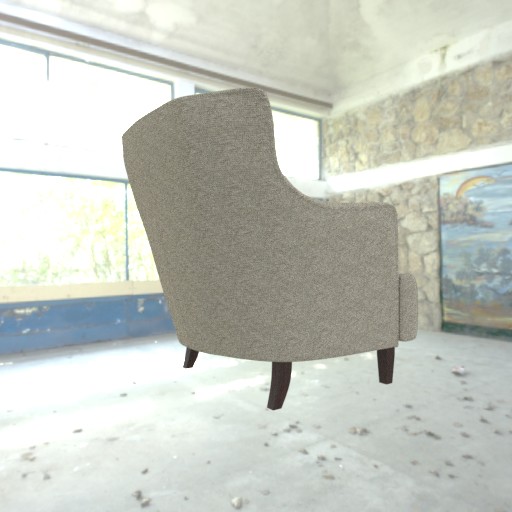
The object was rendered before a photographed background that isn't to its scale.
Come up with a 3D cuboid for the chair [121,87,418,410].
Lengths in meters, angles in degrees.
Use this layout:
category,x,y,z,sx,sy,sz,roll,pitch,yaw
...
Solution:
category,x,y,z,sx,sy,sz,roll,pitch,yaw
chair,0.000,0.000,1.681,0.910,0.920,0.820,0,0,-35
